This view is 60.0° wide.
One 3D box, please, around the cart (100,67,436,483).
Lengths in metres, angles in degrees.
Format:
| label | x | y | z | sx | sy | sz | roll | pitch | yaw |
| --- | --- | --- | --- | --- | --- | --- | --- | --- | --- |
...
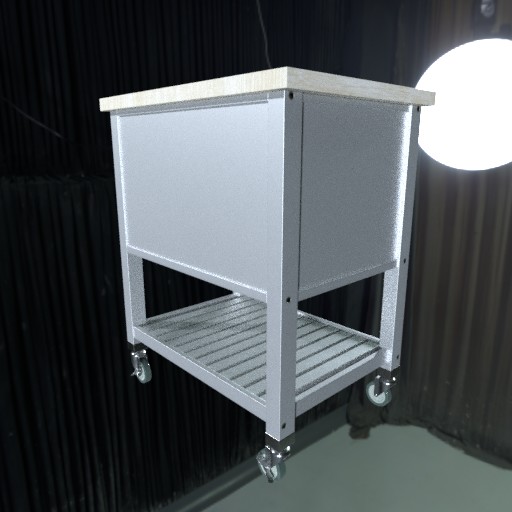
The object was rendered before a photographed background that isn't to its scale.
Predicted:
| label | x | y | z | sx | sy | sz | roll | pitch | yaw |
| --- | --- | --- | --- | --- | --- | --- | --- | --- | --- |
| cart | 0.000 | 0.000 | 1.336 | 0.559 | 0.914 | 0.762 | -13 | 19 | -41 |
